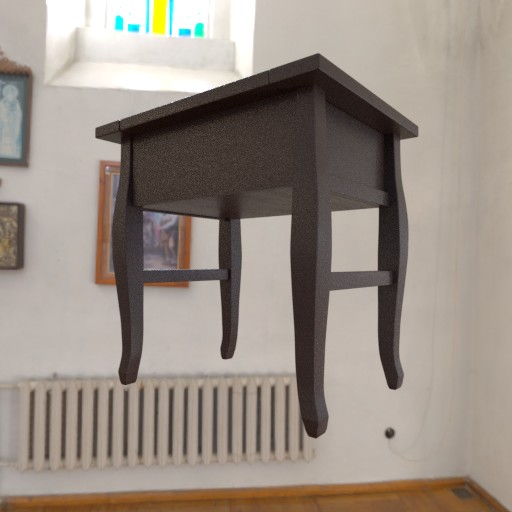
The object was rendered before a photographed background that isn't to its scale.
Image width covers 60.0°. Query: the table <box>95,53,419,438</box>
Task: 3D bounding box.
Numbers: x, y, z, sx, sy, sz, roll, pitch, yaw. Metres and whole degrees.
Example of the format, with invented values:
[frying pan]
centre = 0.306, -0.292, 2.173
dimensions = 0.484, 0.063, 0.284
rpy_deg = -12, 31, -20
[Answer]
[table]
centre = 0.000, 0.000, 1.031
dimensions = 0.602, 0.605, 0.460
rpy_deg = -1, -1, 38
